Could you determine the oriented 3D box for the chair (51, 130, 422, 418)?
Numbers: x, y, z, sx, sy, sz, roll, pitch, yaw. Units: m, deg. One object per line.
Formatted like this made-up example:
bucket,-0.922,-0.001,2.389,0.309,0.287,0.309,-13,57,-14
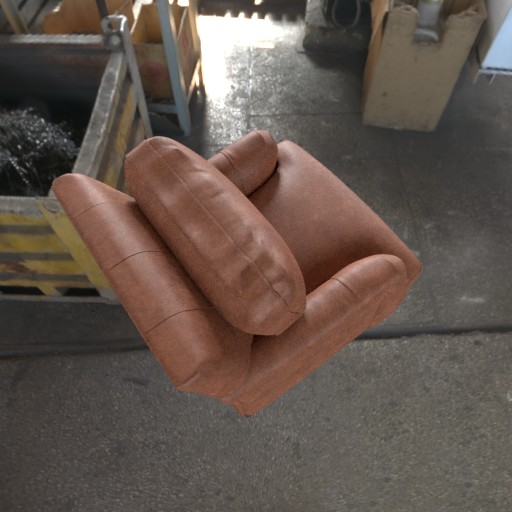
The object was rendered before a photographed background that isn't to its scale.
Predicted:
chair,0.000,0.000,1.922,1.158,1.055,0.986,-32,64,-18
